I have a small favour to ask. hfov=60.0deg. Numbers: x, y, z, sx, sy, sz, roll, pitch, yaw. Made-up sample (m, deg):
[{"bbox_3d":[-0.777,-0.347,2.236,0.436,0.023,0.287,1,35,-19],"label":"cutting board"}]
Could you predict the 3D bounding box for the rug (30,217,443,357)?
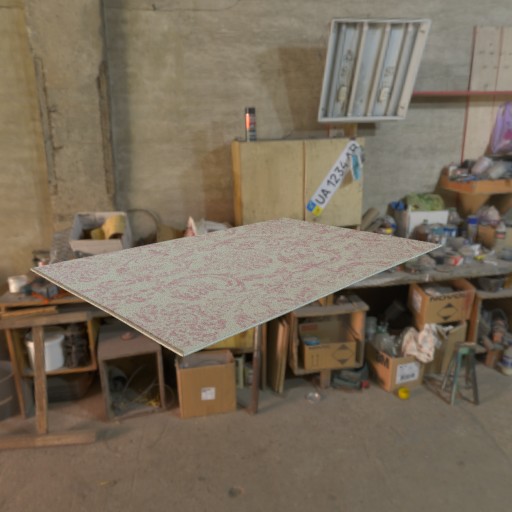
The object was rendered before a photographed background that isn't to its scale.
[{"bbox_3d":[0.000,0.000,2.336,1.219,0.012,1.839,15,21,43],"label":"rug"}]
